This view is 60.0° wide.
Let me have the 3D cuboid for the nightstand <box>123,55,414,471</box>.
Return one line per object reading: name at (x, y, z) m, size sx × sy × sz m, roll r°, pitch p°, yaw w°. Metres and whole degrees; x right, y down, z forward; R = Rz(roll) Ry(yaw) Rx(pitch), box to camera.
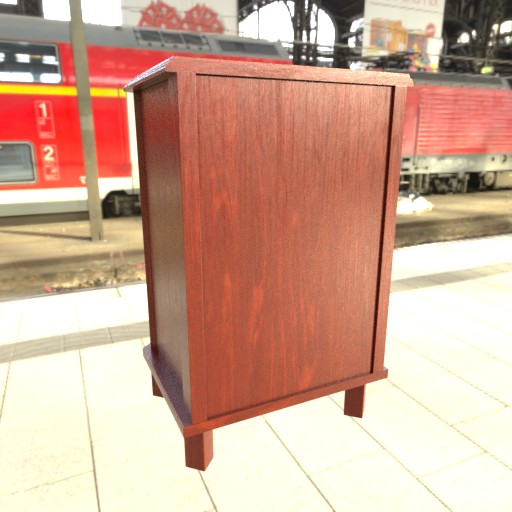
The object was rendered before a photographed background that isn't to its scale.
nightstand at (0.000, 0.000, 0.910) m, size 0.435 × 0.681 × 0.351 m, roll -7°, pitch 17°, yaw -25°
